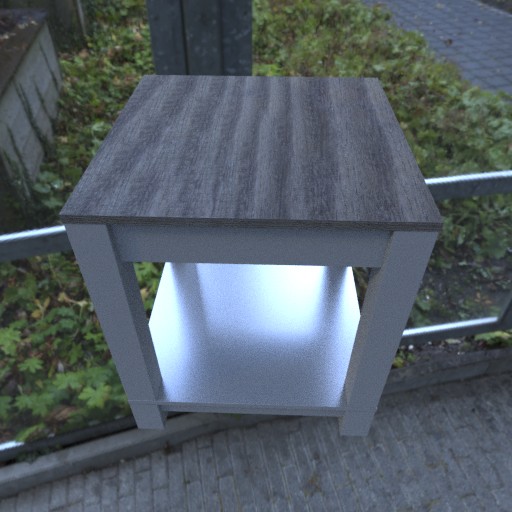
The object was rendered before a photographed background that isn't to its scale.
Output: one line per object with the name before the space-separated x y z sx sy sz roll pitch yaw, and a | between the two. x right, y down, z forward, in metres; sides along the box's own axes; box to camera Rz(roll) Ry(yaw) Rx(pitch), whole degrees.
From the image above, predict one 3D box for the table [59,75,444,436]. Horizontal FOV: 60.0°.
table | 0.000 0.000 0.964 0.504 0.587 0.506 1 42 1
